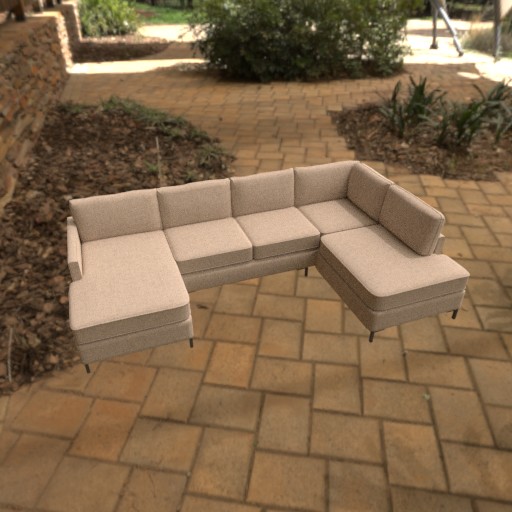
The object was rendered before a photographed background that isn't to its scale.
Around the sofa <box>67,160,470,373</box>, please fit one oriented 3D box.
[{"bbox_3d":[0.000,0.000,4.307,3.423,0.996,2.021,-11,34,-17],"label":"sofa"}]
